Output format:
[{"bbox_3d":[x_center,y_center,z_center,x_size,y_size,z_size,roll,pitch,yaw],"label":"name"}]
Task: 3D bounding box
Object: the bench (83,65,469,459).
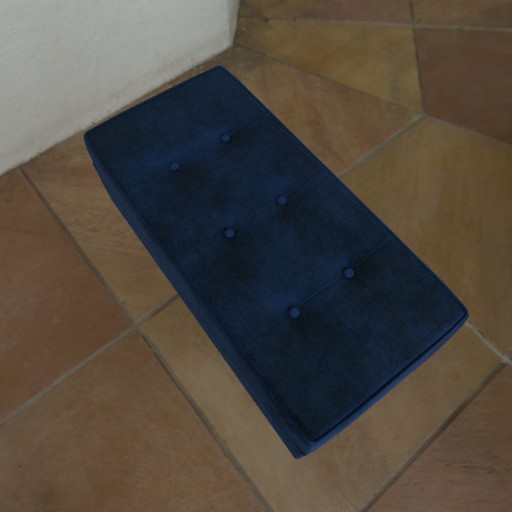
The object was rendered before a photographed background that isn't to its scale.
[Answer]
[{"bbox_3d":[0.000,0.000,1.297,0.489,0.467,1.010,-33,68,-16],"label":"bench"}]
